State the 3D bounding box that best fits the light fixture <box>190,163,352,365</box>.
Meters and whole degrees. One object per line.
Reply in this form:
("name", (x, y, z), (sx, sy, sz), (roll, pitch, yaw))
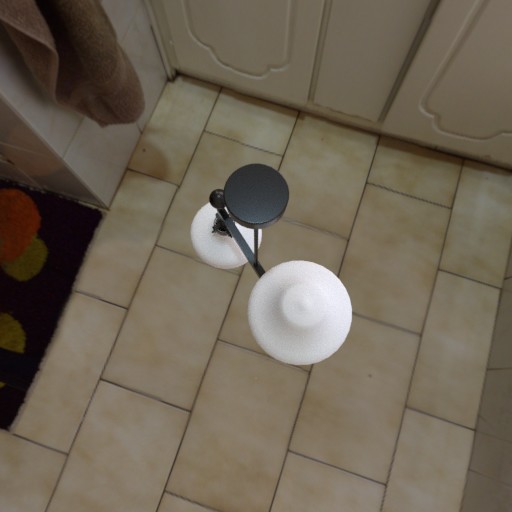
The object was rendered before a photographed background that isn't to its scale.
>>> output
("light fixture", (0.000, 0.000, 1.049), (0.489, 0.743, 0.422), (20, 76, 5))
